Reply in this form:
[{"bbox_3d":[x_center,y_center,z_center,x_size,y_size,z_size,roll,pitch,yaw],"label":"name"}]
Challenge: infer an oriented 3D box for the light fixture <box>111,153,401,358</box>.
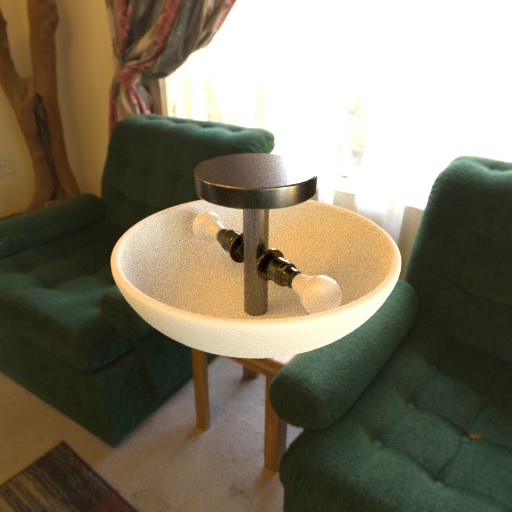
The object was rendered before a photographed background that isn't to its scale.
[{"bbox_3d":[0.000,0.000,0.531,0.330,0.214,0.330,0,27,0],"label":"light fixture"}]
